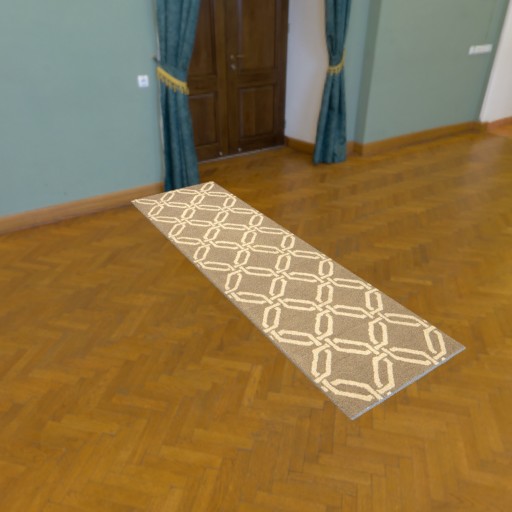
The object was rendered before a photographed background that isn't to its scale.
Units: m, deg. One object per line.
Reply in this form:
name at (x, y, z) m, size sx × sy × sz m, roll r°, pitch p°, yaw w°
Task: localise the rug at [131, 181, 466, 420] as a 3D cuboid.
rug at (0.000, 0.000, 2.571) m, size 0.678 × 0.014 × 2.276 m, roll -19°, pitch 36°, yaw -28°
